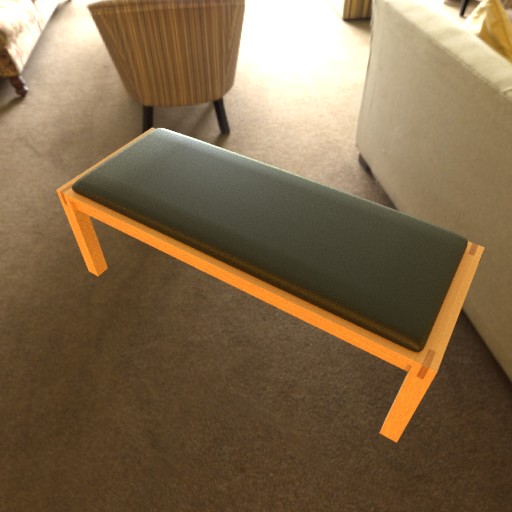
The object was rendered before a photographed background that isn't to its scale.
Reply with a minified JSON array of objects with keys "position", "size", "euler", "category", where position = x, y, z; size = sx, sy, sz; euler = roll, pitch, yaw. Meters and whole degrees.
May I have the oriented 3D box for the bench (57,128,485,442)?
[{"position":[0.000,0.000,1.423],"size":[1.202,0.430,0.450],"euler":[24,50,22],"category":"bench"}]
